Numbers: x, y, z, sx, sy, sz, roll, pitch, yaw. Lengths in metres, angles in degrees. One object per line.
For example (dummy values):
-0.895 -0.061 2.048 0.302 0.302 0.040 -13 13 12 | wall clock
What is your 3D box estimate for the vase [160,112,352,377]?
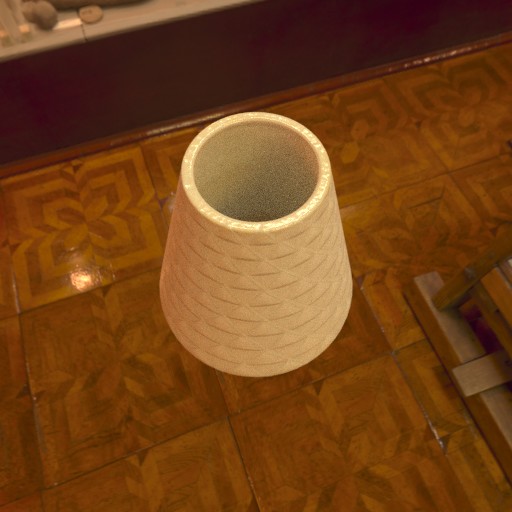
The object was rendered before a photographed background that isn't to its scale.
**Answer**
0.000 0.000 0.362 0.175 0.230 0.175 0 63 0 | vase
